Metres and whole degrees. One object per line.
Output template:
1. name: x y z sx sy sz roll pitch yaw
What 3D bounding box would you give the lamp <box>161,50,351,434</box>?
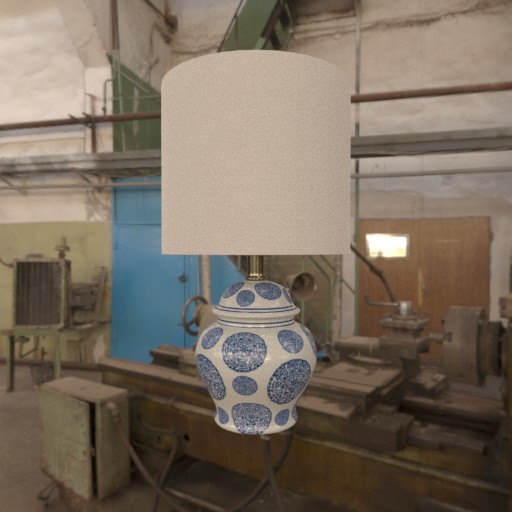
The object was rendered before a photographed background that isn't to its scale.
1. lamp: 0.000 0.000 0.516 0.215 0.381 0.215 0 1 17
